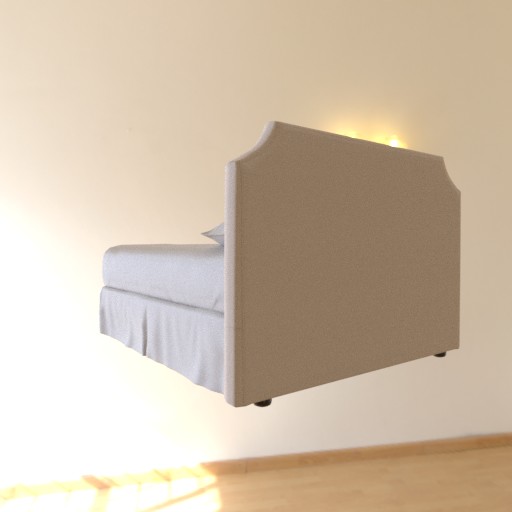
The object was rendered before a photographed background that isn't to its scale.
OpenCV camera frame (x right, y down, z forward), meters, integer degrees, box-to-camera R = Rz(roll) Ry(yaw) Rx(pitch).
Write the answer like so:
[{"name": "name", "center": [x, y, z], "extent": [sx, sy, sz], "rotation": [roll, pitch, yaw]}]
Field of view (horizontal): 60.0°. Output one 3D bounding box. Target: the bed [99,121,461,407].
[{"name": "bed", "center": [0.000, 0.000, 3.260], "extent": [1.828, 1.297, 2.164], "rotation": [-1, 2, -37]}]
